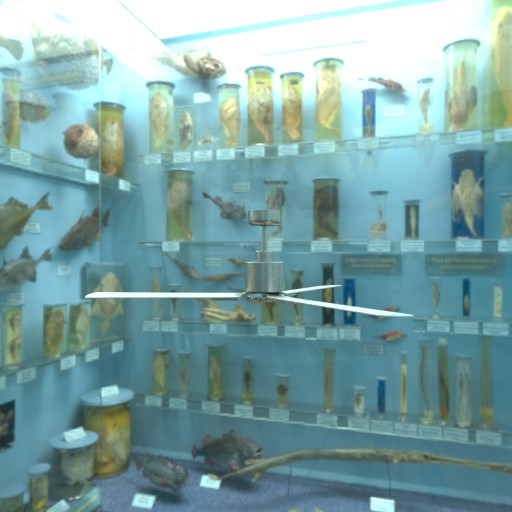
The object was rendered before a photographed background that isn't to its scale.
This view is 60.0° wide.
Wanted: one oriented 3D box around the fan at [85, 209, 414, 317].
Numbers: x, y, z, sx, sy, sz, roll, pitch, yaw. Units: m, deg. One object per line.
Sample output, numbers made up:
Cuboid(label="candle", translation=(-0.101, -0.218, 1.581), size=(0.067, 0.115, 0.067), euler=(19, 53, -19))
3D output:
Cuboid(label="fan", translation=(0.000, 0.000, 2.363), size=(1.561, 0.446, 1.531), euler=(0, 0, 19))
